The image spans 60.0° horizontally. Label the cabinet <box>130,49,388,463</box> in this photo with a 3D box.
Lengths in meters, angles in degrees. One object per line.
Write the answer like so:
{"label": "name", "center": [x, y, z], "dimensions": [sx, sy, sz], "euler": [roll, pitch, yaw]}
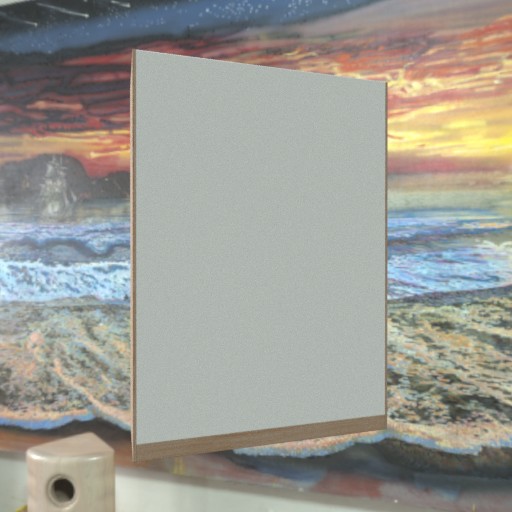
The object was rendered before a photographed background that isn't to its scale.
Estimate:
{"label": "cabinet", "center": [0.000, 0.000, 2.770], "dimensions": [1.500, 2.120, 0.590], "euler": [0, 0, -17]}
